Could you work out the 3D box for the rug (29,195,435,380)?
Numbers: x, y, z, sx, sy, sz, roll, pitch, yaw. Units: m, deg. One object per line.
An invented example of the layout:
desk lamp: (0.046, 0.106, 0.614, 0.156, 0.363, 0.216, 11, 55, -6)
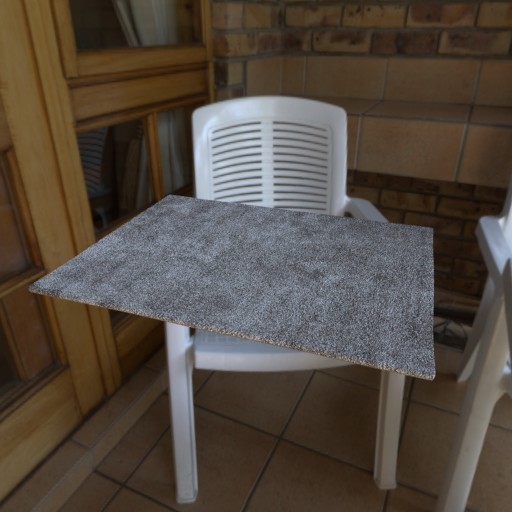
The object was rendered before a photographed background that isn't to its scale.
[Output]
rug: (0.000, 0.000, 2.120, 1.601, 0.025, 1.198, 9, 29, 17)
